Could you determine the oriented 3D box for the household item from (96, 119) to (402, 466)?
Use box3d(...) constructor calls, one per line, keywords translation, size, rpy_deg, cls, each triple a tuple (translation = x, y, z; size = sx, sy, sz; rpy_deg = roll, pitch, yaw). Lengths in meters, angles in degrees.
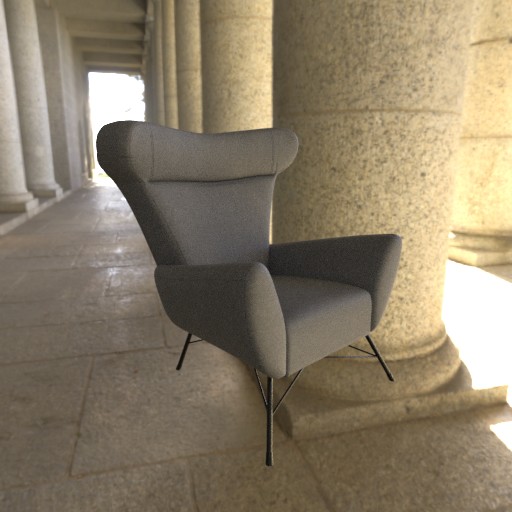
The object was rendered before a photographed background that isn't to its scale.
box3d(translation=(0.000, 0.000, 1.801), size=(0.980, 1.050, 0.900), rpy_deg=(-12, 18, -43), cls="household item")
